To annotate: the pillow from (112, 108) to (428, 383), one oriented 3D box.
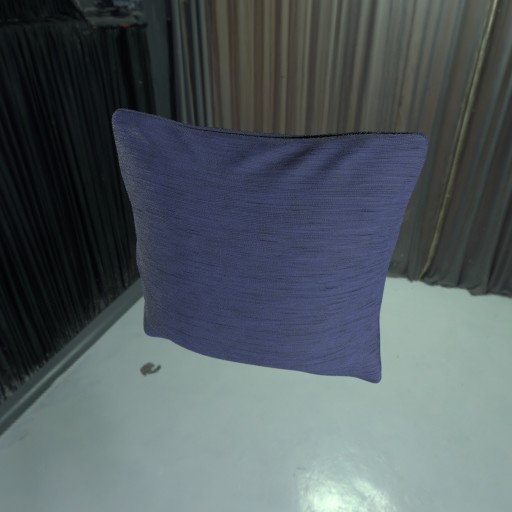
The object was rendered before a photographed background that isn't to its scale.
[{"bbox_3d":[0.000,0.000,0.682,0.432,0.414,0.246,9,33,14],"label":"pillow"}]
